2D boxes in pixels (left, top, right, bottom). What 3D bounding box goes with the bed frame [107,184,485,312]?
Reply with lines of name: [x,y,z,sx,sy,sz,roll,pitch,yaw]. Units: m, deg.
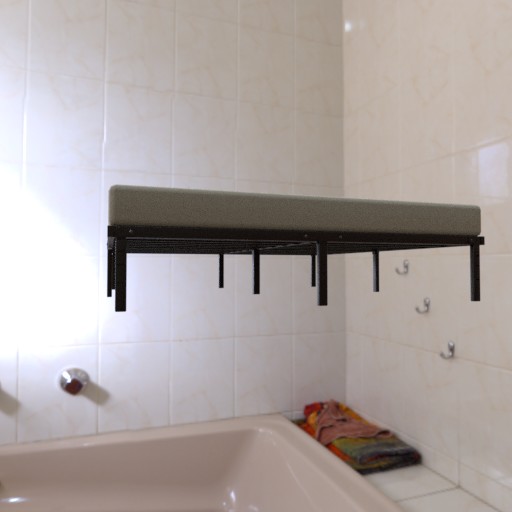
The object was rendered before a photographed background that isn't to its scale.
bed frame: [0.000,0.000,3.957,2.526,0.680,2.635,1,-2,-18]
